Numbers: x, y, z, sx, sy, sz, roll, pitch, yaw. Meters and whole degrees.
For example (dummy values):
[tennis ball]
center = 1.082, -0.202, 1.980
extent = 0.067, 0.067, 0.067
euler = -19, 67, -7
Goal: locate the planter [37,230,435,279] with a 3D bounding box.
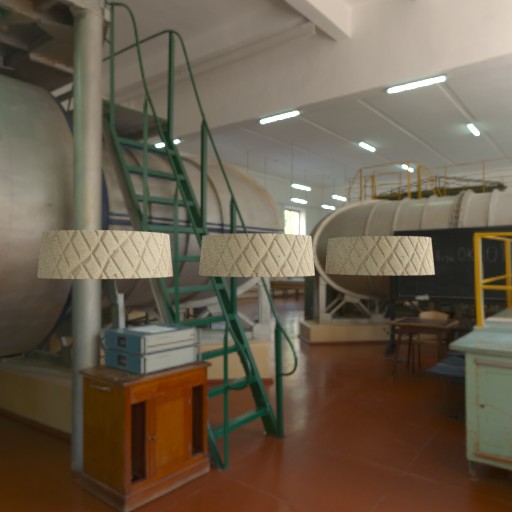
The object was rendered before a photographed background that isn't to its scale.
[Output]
[planter]
center = 0.000, 0.000, 0.437
extent = 0.390, 0.038, 0.114
euler = 0, -1, -18
